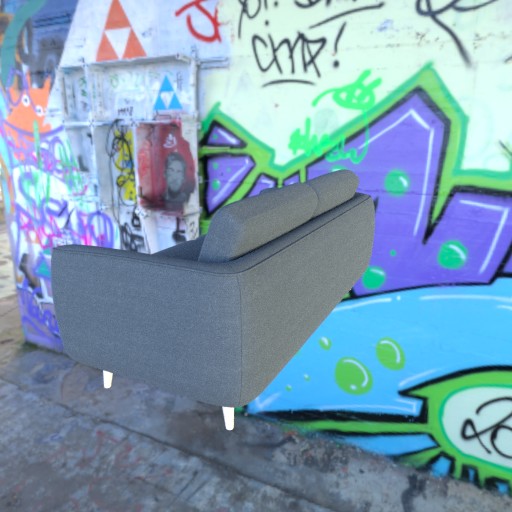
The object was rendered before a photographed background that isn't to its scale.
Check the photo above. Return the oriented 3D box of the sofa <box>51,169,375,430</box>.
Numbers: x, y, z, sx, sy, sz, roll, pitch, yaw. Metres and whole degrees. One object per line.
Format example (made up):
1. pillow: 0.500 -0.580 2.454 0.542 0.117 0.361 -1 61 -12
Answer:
1. sofa: 0.000 0.000 2.425 0.920 0.850 2.000 8 18 26
